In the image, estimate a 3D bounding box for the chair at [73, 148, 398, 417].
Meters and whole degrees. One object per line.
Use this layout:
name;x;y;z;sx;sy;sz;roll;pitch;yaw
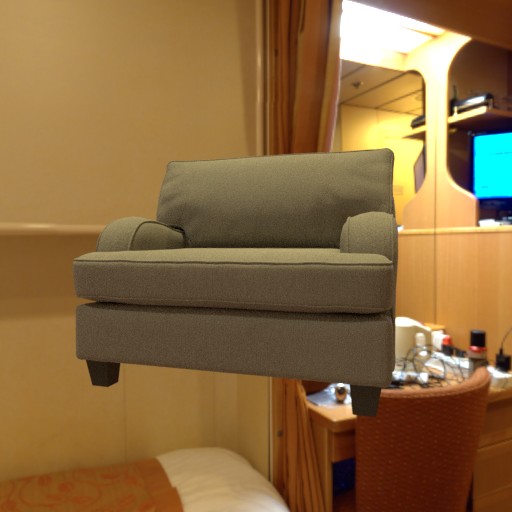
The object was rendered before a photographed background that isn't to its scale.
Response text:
chair;0.000;0.000;2.004;1.220;1.016;1.041;0;2;17
